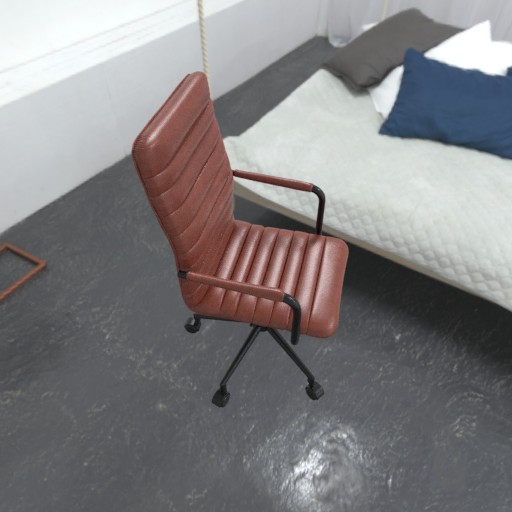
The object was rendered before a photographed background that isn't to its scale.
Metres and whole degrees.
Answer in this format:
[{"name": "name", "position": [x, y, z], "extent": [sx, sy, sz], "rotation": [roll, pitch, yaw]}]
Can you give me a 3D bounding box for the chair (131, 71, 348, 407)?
[{"name": "chair", "position": [0.000, 0.000, 1.391], "extent": [0.580, 0.979, 0.608], "rotation": [10, 47, 10]}]
